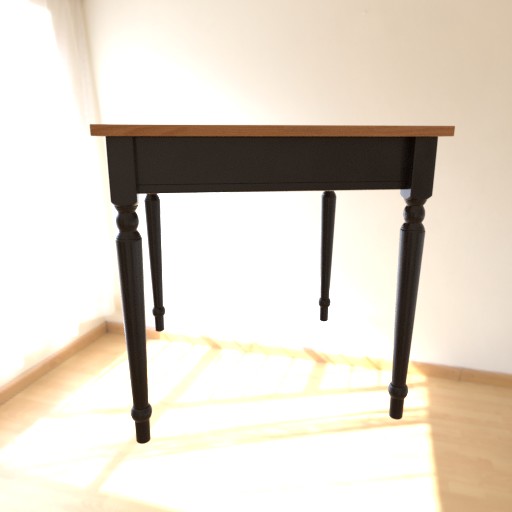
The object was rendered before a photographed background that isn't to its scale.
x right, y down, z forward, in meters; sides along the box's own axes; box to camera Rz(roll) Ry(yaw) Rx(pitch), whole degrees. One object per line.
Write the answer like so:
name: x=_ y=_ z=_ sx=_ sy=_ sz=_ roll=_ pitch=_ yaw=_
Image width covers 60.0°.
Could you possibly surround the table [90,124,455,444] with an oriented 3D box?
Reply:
table: x=0.000 y=0.000 z=1.341 sx=0.747 sy=0.738 sz=0.747 roll=-2 pitch=15 yaw=-8
